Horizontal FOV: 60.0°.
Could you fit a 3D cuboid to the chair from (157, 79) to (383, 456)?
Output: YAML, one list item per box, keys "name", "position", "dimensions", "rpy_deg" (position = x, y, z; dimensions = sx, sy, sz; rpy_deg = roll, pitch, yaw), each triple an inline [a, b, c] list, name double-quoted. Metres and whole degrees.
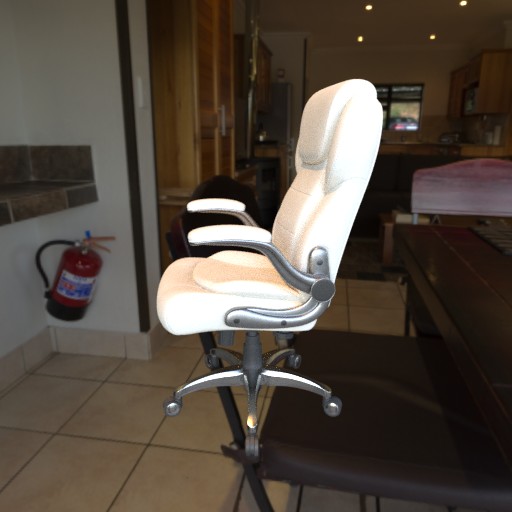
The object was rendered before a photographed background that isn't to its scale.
- name: "chair"
  position: [0.000, 0.000, 1.805]
  dimensions: [0.806, 1.330, 0.755]
  rpy_deg: [-2, 15, -9]
